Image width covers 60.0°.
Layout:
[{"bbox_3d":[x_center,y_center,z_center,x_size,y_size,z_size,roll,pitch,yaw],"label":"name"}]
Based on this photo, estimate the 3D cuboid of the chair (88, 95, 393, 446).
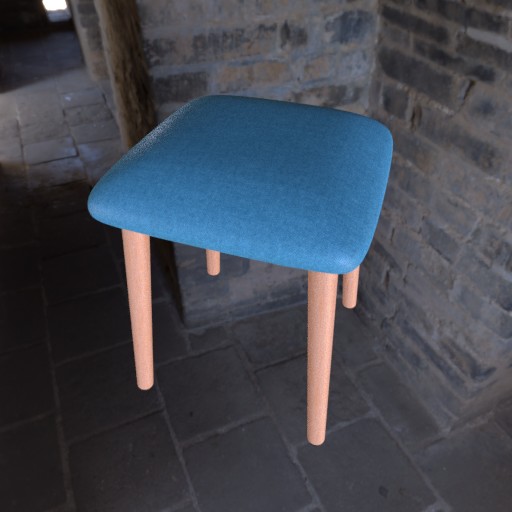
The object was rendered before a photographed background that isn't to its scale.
[{"bbox_3d":[0.000,0.000,0.735,0.360,0.450,0.360,13,43,14],"label":"chair"}]
